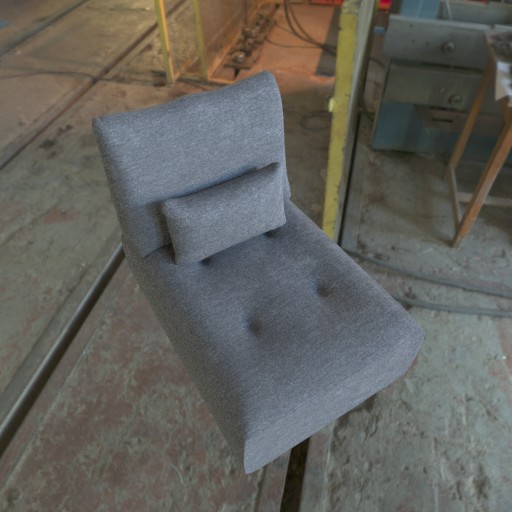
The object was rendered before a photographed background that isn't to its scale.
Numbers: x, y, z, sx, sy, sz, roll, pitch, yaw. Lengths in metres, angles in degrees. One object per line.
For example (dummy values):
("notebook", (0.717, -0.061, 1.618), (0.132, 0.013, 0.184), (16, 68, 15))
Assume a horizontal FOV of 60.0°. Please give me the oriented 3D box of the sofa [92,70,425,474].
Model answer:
("sofa", (0.000, 0.000, 1.534), (0.700, 0.820, 1.000), (-24, 51, -21))
